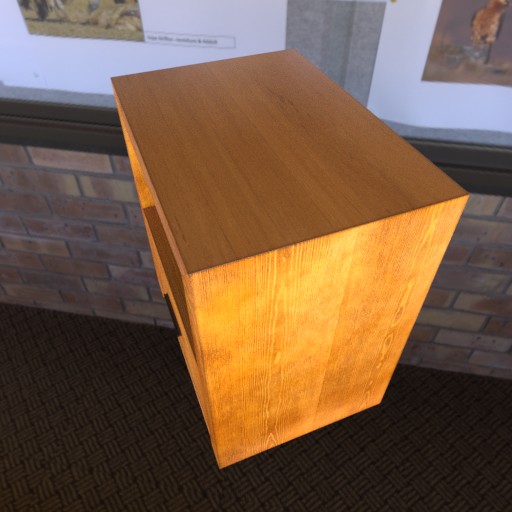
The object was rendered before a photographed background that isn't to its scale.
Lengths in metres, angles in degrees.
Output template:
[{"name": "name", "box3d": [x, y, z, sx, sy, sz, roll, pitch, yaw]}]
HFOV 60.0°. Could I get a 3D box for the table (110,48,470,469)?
[{"name": "table", "box3d": [0.000, 0.000, 0.938, 0.400, 0.605, 0.550, -16, 48, -15]}]
